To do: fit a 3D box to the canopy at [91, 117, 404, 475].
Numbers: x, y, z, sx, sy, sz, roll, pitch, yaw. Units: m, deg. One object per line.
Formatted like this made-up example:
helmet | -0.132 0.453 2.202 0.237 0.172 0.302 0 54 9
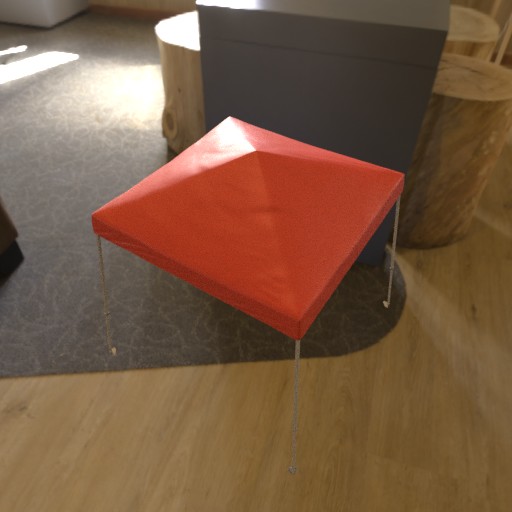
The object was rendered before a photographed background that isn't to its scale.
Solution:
canopy | 0.000 0.000 5.231 2.850 2.850 2.849 25 50 23
